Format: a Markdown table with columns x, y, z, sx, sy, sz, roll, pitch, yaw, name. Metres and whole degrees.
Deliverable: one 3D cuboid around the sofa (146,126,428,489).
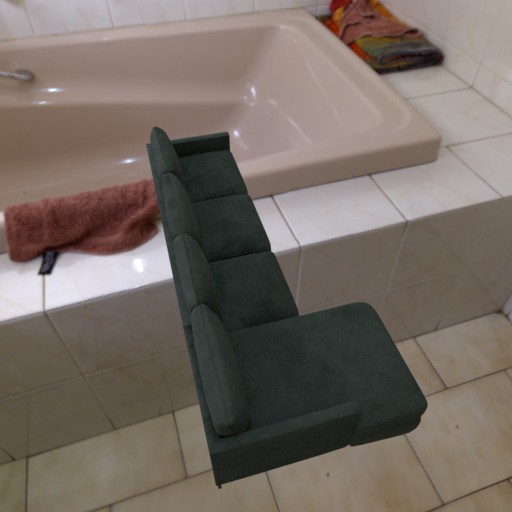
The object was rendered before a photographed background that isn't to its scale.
| x | y | z | sx | sy | sz | roll | pitch | yaw | name |
| --- | --- | --- | --- | --- | --- | --- | --- | --- | --- |
| 0.000 | 0.000 | 3.964 | 1.500 | 0.967 | 3.400 | -12 | 48 | -11 | sofa |
